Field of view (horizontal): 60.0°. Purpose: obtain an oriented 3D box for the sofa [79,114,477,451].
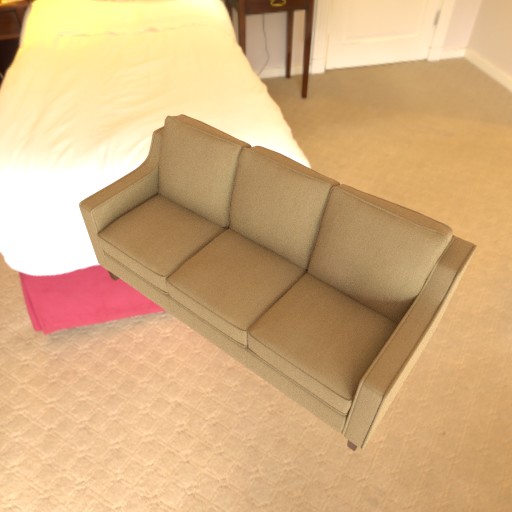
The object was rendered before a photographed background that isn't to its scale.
[{"bbox_3d":[0.000,0.000,2.528,1.986,0.974,0.911,29,52,26],"label":"sofa"}]
